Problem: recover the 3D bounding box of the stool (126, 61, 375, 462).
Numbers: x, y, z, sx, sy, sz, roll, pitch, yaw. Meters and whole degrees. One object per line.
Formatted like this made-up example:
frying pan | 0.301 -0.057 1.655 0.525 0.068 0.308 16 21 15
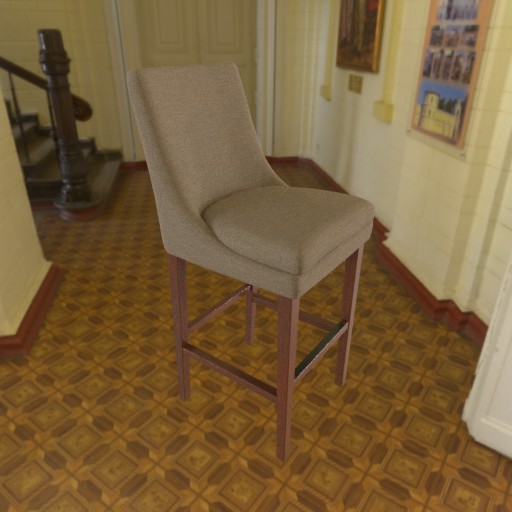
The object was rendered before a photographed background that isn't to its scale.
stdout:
stool | 0.000 0.000 1.380 0.577 1.078 0.470 18 32 31
